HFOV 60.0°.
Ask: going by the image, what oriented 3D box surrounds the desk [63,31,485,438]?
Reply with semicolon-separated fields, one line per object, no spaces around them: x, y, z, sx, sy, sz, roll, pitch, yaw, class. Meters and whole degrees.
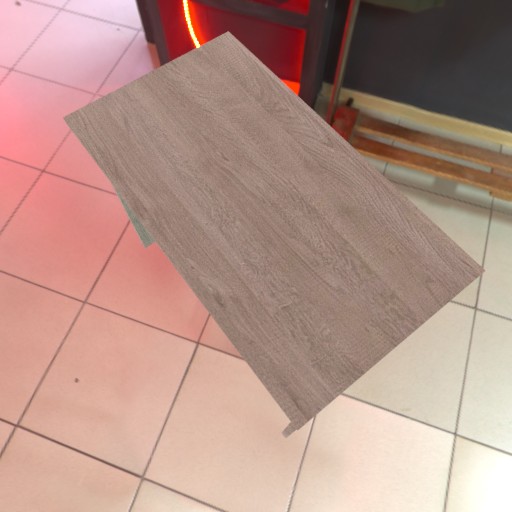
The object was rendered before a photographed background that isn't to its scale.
0.000;0.000;1.319;0.498;0.724;0.893;-35;70;-15;desk
